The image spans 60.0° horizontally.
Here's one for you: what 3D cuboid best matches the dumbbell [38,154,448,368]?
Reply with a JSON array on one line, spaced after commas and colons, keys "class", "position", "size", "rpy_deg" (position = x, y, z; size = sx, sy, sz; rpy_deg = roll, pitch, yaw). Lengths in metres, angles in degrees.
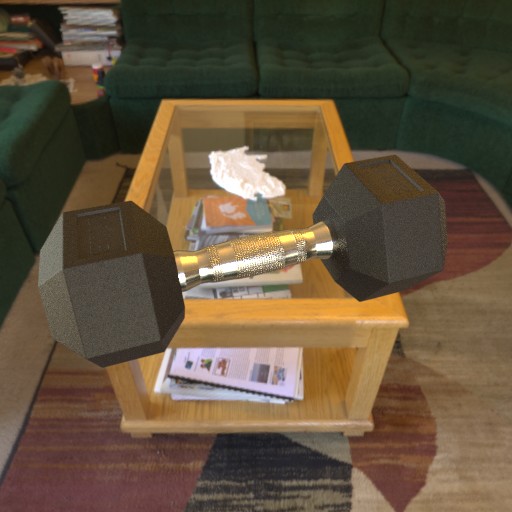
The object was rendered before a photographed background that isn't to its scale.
[{"class": "dumbbell", "position": [0.000, 0.000, 0.343], "size": [0.297, 0.101, 0.116], "rpy_deg": [-12, 43, -13]}]
